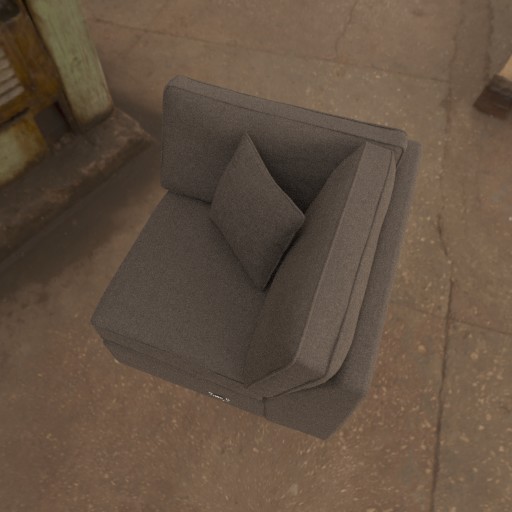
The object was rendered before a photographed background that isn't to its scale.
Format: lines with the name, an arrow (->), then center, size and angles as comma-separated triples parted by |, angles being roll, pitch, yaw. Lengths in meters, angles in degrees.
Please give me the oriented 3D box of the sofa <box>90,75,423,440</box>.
sofa -> 0.000, 0.000, 1.918 | 1.084, 1.002, 1.146 | 17, 59, 10
